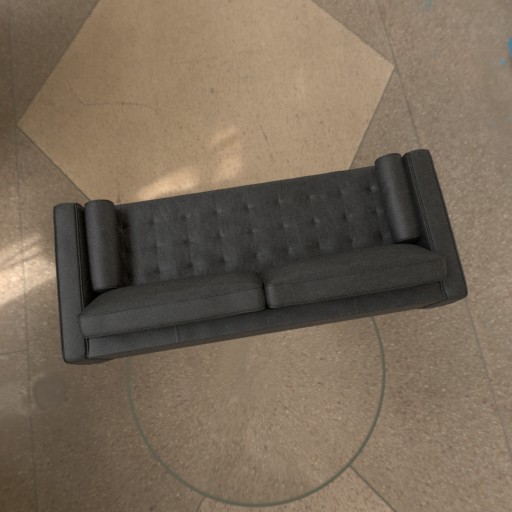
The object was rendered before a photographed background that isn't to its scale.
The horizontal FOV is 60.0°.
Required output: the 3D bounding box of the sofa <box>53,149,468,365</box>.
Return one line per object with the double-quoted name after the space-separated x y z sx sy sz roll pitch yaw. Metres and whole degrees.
0.000 0.000 2.608 2.210 0.762 0.914 -9 76 -2 "sofa"
